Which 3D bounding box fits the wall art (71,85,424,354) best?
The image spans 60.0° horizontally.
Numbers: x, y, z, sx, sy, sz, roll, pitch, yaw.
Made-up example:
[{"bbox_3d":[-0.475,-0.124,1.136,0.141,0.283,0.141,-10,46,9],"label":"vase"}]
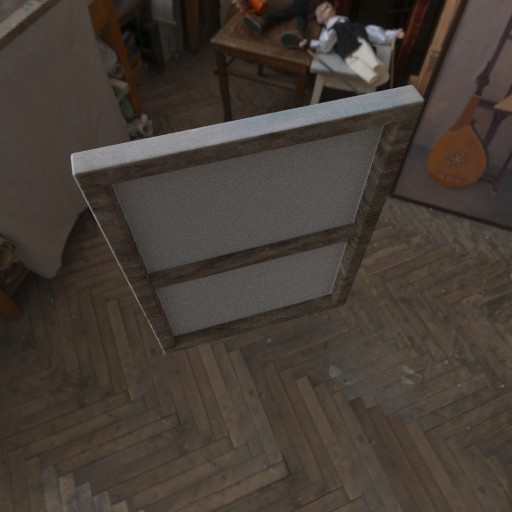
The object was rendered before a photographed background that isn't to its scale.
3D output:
[{"bbox_3d":[0.000,0.000,0.799,0.443,0.605,0.035,-14,59,-9],"label":"wall art"}]
